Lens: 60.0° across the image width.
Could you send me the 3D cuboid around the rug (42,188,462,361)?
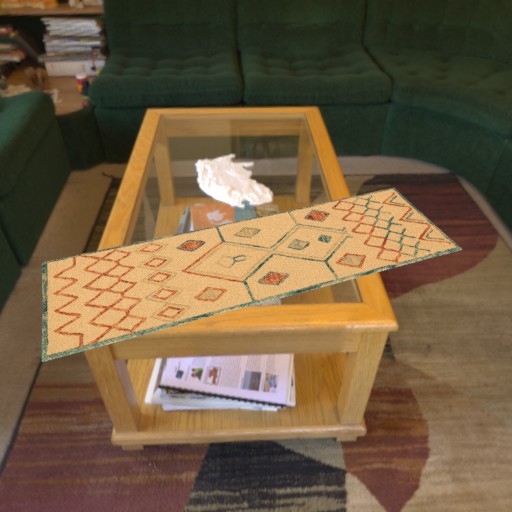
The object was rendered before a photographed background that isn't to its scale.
[{"bbox_3d":[0.000,0.000,2.685,2.435,0.011,0.750,-13,43,-15],"label":"rug"}]
